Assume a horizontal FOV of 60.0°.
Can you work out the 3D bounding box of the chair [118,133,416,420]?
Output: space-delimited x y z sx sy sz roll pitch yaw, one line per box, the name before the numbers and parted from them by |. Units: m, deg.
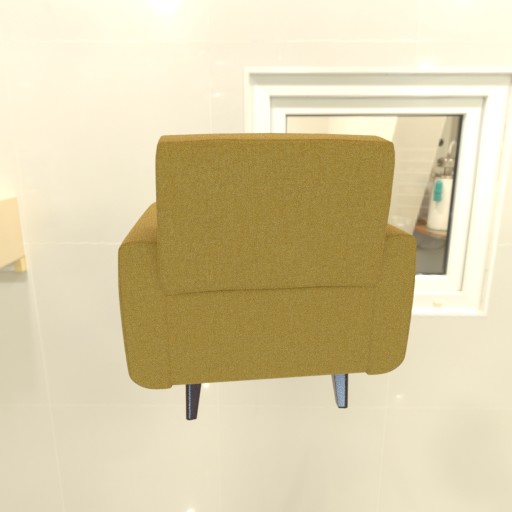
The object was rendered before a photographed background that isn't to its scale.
chair | 0.000 0.000 1.581 0.831 0.841 0.909 -2 15 -7
